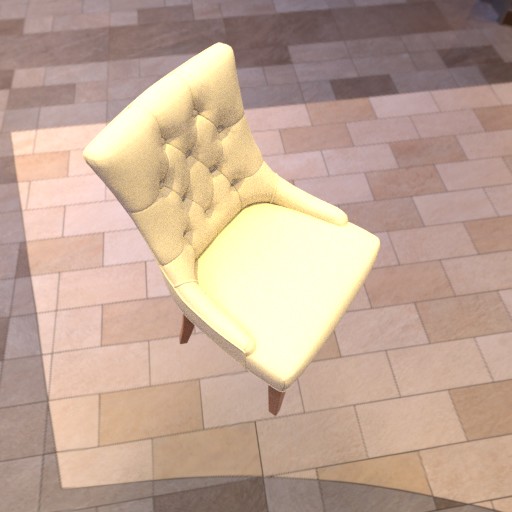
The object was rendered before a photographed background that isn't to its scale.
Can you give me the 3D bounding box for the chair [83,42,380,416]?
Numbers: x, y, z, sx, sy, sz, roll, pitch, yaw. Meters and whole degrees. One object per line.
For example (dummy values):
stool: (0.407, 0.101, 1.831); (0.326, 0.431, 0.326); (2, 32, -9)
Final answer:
chair: (0.000, 0.000, 1.223); (0.565, 0.874, 0.509); (31, 63, 18)
